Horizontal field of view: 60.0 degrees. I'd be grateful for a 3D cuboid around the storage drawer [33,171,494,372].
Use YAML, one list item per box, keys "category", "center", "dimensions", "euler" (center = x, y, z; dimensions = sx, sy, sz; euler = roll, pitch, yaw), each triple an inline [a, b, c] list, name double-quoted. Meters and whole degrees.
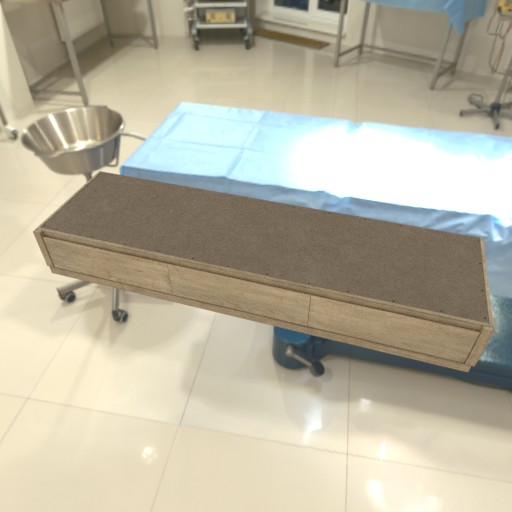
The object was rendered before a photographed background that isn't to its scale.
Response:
- category: "storage drawer"
  center: [0.000, 0.000, 2.210]
  dimensions: [2.072, 0.274, 0.591]
  euler: [12, 43, 13]
